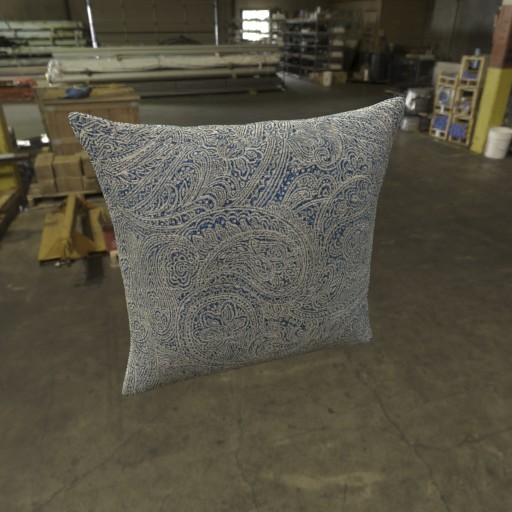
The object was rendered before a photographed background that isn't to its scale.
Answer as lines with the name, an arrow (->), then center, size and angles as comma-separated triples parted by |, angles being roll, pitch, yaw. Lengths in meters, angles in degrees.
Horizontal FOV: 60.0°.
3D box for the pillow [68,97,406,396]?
pillow -> 0.000, 0.000, 0.773 | 0.523, 0.510, 0.166 | -8, 28, -15
